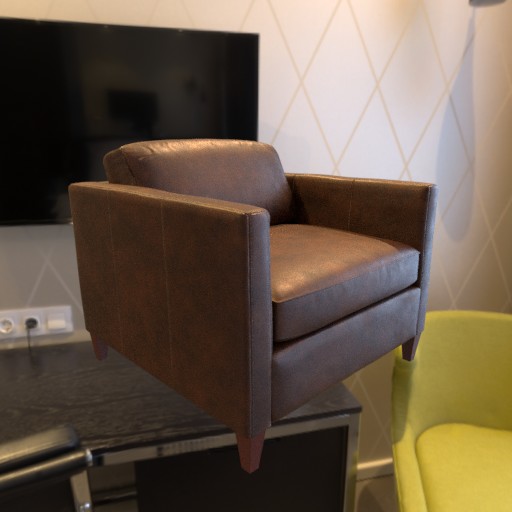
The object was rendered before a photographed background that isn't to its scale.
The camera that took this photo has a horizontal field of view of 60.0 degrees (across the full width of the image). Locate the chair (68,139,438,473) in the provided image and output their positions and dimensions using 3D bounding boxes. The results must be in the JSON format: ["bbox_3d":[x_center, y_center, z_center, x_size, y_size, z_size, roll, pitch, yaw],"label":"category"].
[{"bbox_3d":[0.000,0.000,1.685,0.990,0.864,0.975,-14,20,-43],"label":"chair"}]
